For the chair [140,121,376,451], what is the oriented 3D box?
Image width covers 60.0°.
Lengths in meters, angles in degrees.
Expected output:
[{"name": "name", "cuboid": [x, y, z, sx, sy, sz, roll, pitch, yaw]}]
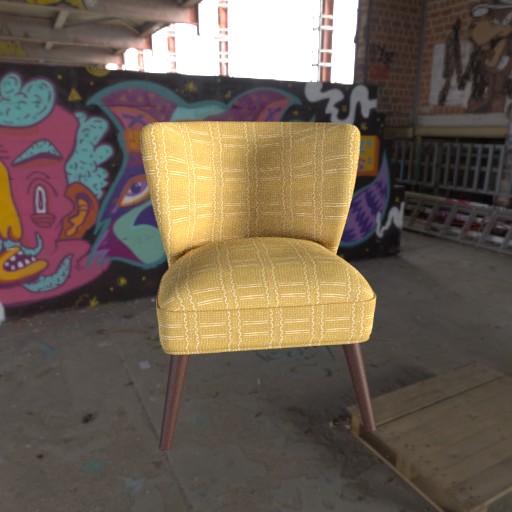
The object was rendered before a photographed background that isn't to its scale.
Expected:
[{"name": "chair", "cuboid": [0.000, 0.000, 1.466, 0.706, 0.866, 0.758, -2, 16, -8]}]
